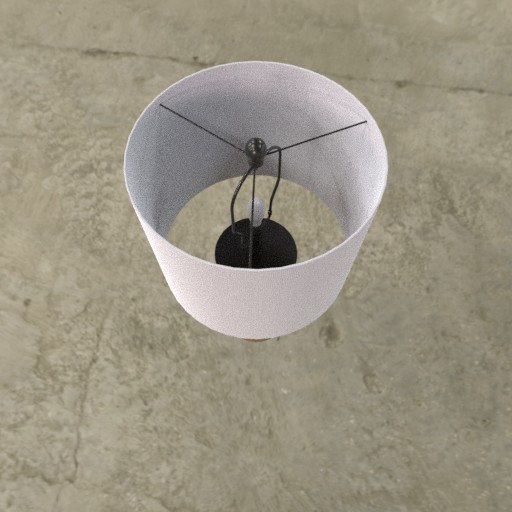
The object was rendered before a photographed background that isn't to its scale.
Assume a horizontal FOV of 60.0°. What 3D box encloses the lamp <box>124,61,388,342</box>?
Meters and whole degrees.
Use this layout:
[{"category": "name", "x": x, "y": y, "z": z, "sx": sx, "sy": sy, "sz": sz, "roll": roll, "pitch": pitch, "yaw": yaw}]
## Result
[{"category": "lamp", "x": 0.000, "y": 0.000, "z": 0.751, "sx": 0.304, "sy": 0.573, "sz": 0.304, "roll": 32, "pitch": 68, "yaw": 15}]
